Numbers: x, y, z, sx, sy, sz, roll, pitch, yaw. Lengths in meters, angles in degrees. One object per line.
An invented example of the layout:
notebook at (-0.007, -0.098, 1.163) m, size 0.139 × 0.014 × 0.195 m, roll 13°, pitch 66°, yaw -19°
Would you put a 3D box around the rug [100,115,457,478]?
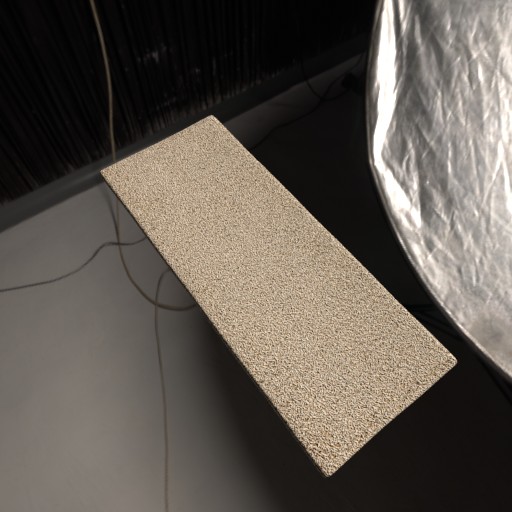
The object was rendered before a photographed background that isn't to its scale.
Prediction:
rug at (0.000, 0.000, 1.753) m, size 0.609 × 0.030 × 1.524 m, roll -33°, pitch 65°, yaw -18°
